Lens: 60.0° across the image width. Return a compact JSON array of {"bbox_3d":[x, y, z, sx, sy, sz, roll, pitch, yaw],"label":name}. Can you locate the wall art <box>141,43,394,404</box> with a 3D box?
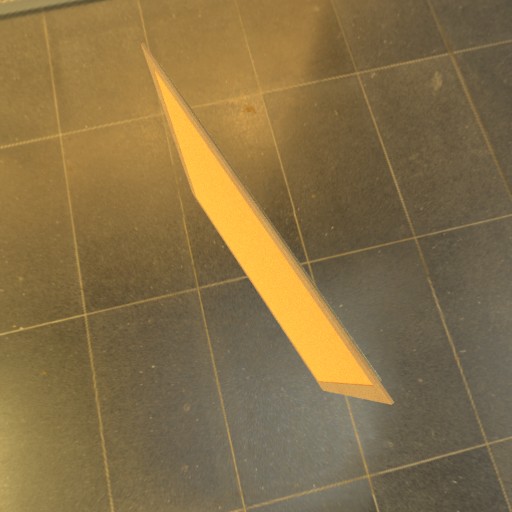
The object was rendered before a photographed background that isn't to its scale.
[{"bbox_3d":[0.000,0.000,1.655,0.025,1.067,1.168,-32,77,-8],"label":"wall art"}]
